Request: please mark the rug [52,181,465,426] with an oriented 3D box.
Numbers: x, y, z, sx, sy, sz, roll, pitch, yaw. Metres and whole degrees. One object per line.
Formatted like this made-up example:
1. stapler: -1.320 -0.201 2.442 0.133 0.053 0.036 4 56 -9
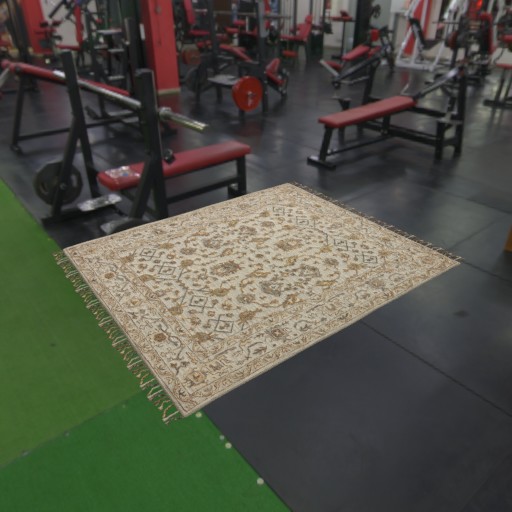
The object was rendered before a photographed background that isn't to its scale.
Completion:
1. rug: 0.000 0.000 4.138 3.061 0.034 2.426 -21 37 -31
